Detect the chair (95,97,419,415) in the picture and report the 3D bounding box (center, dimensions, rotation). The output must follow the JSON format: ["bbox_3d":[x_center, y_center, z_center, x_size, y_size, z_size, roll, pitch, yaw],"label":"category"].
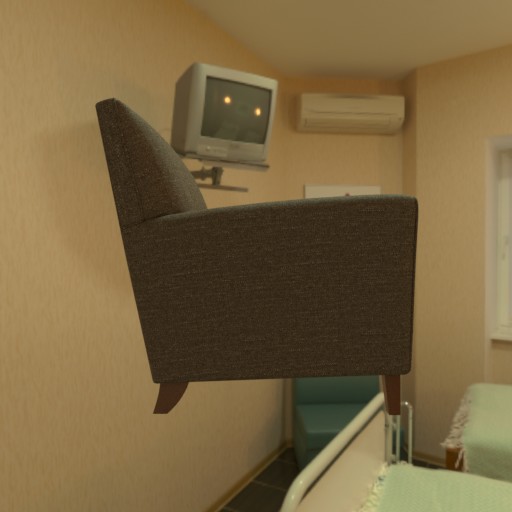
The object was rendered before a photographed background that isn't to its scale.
[{"bbox_3d":[0.000,0.000,1.594,0.875,0.885,0.838,0,1,0],"label":"chair"}]
